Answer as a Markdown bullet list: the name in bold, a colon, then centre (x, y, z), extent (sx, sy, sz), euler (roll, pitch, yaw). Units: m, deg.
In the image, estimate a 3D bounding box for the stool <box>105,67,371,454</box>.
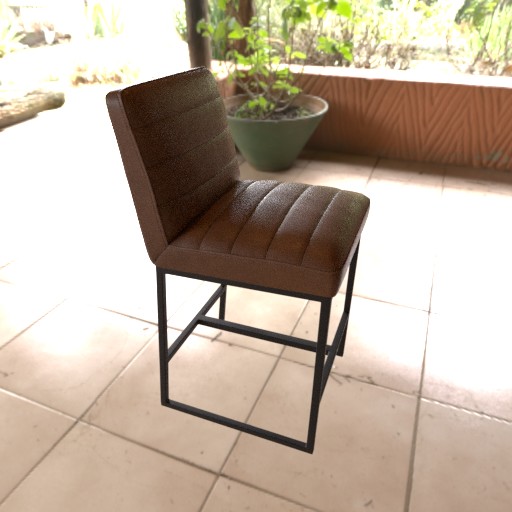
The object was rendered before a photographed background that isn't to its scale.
- **stool**: centre (0.000, 0.000, 1.257), extent (0.556, 0.940, 0.458), euler (11, 32, 18)
